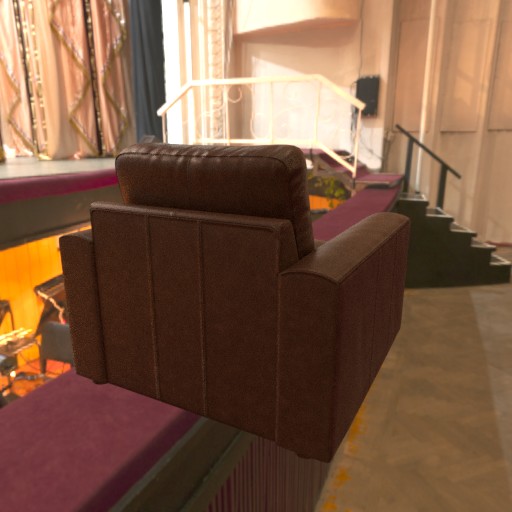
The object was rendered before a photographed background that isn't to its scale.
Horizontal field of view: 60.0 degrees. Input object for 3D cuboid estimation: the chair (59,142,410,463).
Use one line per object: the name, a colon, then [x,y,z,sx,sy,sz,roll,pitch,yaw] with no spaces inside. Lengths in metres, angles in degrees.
chair: [0.000,0.000,1.745,1.005,0.873,1.016,8,18,27]
